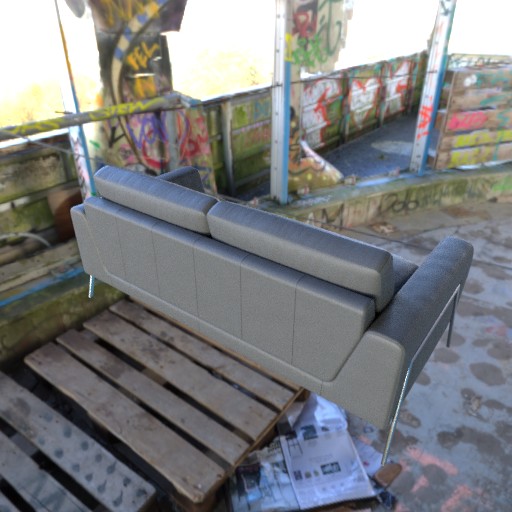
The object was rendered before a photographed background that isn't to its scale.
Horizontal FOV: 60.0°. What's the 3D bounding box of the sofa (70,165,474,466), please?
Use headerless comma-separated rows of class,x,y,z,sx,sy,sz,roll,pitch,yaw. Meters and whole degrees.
sofa,0.000,0.000,2.454,2.017,0.875,0.953,20,36,31
